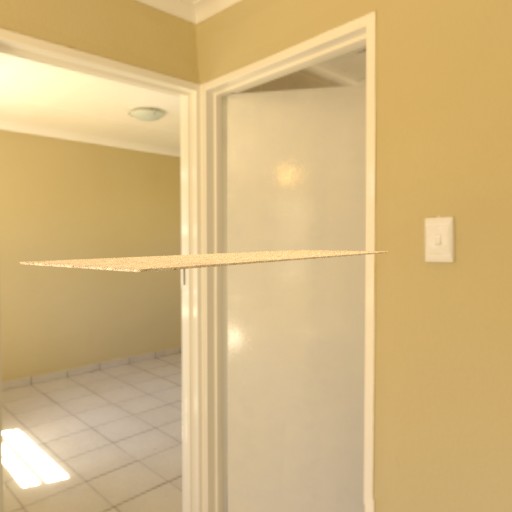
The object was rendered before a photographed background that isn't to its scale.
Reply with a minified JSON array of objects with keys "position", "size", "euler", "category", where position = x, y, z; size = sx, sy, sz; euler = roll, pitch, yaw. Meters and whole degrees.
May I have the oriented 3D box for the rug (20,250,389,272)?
[{"position":[0.000,0.000,2.681],"size":[0.807,0.013,2.436],"euler":[2,3,36],"category":"rug"}]
